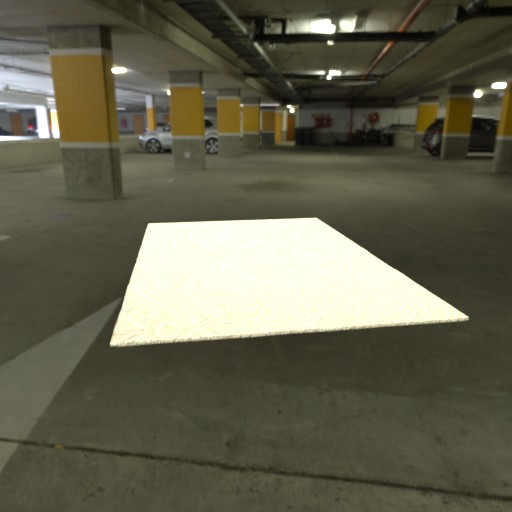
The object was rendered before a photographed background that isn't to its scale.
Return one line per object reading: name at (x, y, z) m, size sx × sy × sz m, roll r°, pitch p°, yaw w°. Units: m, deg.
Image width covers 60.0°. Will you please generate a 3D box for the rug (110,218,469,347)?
rug at (0.000, 0.000, 2.323) m, size 1.224 × 0.016 × 1.832 m, roll -3°, pitch 16°, yaw -9°
